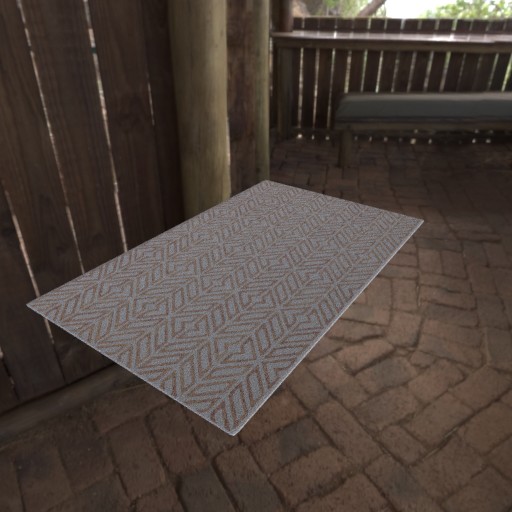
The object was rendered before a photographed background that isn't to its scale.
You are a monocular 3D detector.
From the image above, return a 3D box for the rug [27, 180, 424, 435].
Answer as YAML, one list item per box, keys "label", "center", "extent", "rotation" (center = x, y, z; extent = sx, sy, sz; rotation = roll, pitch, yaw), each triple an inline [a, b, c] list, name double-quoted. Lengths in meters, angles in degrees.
- label: "rug"
  center: [0.000, 0.000, 3.023]
  extent: [1.523, 0.008, 2.438]
  rotation: [20, 36, 30]
